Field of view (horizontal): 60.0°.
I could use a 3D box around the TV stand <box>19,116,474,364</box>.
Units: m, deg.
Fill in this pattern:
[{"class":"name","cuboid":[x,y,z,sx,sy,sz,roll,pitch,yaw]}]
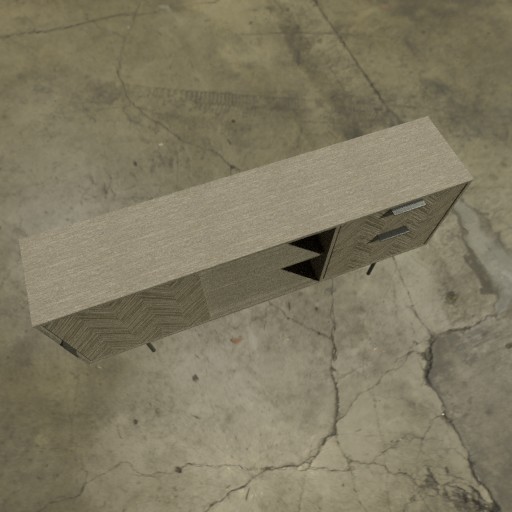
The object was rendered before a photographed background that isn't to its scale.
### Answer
[{"class":"TV stand","cuboid":[0.000,0.000,2.118,1.804,0.787,0.405,-19,65,-9]}]
